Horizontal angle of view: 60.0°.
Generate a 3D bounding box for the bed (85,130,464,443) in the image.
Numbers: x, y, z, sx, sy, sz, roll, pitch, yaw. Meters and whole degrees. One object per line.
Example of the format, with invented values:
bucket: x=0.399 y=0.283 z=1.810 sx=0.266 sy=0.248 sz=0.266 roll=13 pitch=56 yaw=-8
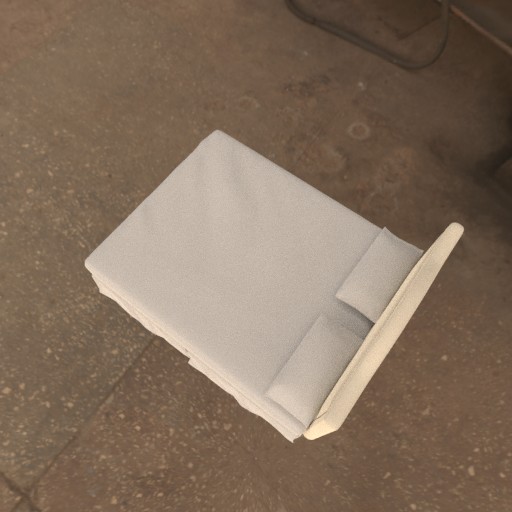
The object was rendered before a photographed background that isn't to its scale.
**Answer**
bed: x=0.000 y=0.000 z=3.763 sx=2.477 sy=1.437 sz=1.977 roll=35 pitch=70 yaw=15
